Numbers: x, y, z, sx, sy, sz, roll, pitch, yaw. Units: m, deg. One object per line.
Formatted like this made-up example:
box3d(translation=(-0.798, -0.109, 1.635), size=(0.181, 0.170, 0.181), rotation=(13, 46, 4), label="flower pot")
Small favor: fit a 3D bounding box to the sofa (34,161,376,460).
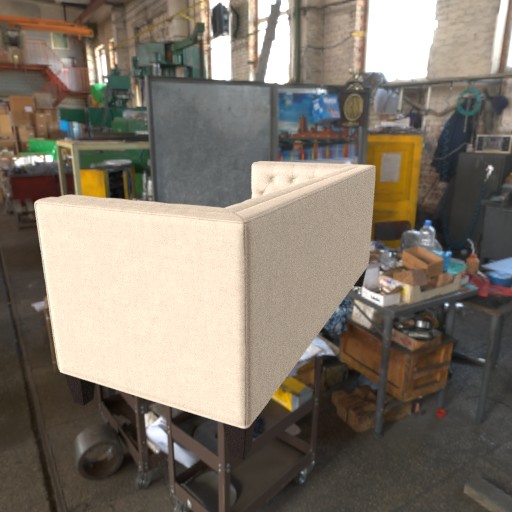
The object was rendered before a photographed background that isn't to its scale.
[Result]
box3d(translation=(0.000, 0.000, 2.154), size=(0.775, 0.762, 1.778), rotation=(8, 18, 24), label="sofa")
